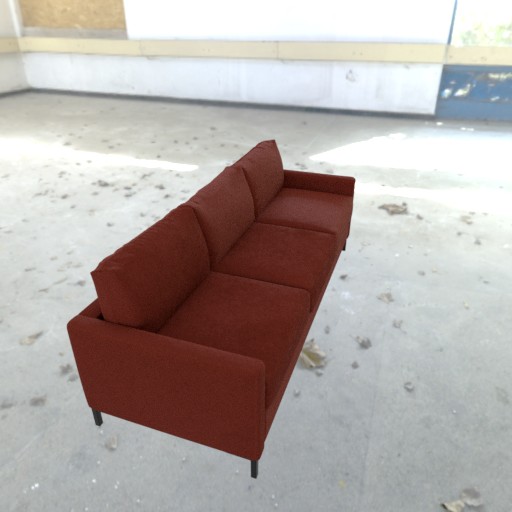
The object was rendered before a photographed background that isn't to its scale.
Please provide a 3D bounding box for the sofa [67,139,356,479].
[{"bbox_3d":[0.000,0.000,2.682,0.875,0.879,2.252,10,31,17],"label":"sofa"}]
